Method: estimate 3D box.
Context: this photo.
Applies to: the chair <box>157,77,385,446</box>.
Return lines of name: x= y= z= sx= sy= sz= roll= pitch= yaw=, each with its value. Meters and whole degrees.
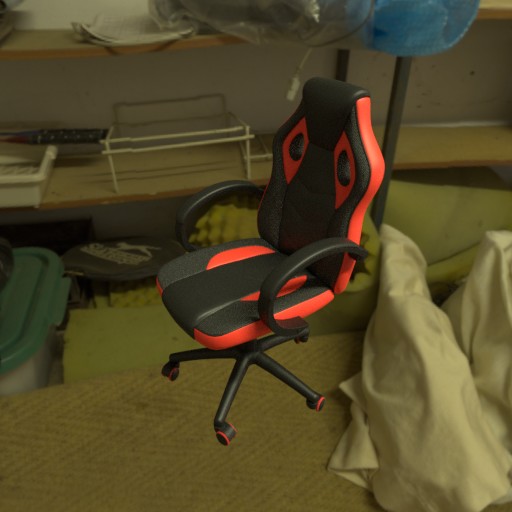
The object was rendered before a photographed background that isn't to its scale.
chair: x=0.000 y=0.000 z=1.427 sx=0.642 sy=1.016 sz=0.600 roll=-21 pitch=38 yaw=-29
